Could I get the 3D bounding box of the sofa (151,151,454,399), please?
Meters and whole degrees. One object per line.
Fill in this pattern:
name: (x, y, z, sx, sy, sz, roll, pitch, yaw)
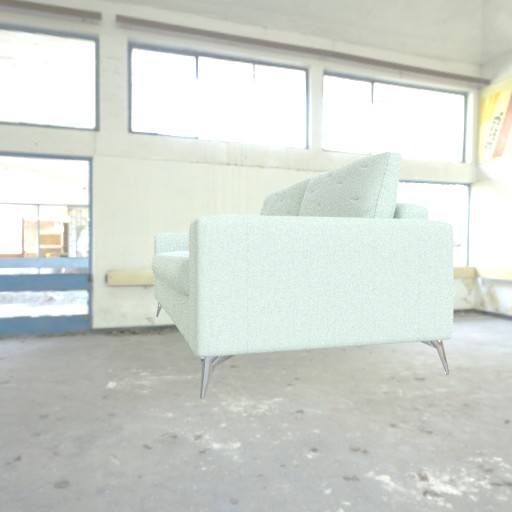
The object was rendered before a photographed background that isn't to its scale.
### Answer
sofa: (0.000, 0.000, 2.151, 0.920, 0.790, 1.650, 0, 1, -17)
